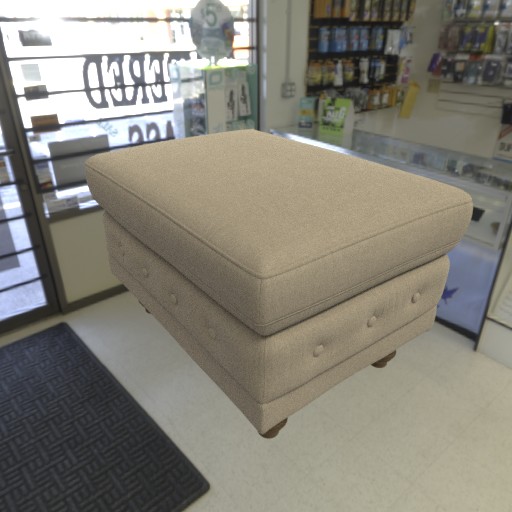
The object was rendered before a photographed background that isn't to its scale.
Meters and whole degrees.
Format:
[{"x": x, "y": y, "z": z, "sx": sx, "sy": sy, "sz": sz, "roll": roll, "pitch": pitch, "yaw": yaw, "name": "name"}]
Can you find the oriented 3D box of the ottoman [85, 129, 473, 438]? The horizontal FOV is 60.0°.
[{"x": 0.000, "y": 0.000, "z": 1.122, "sx": 0.569, "sy": 0.500, "sz": 0.771, "roll": -19, "pitch": 33, "yaw": -32, "name": "ottoman"}]
